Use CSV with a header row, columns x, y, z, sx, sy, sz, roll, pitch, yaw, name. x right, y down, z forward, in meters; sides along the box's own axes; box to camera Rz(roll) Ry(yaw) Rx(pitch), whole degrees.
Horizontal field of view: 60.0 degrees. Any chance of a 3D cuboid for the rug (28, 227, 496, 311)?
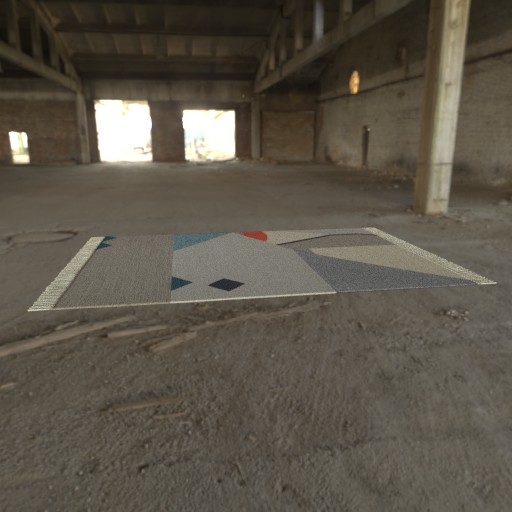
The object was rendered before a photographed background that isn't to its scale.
x,y,z,sx,sy,sz,roll,pitch,yaw,name
0.000,0.000,2.266,1.828,0.005,1.220,-2,15,-9,rug
